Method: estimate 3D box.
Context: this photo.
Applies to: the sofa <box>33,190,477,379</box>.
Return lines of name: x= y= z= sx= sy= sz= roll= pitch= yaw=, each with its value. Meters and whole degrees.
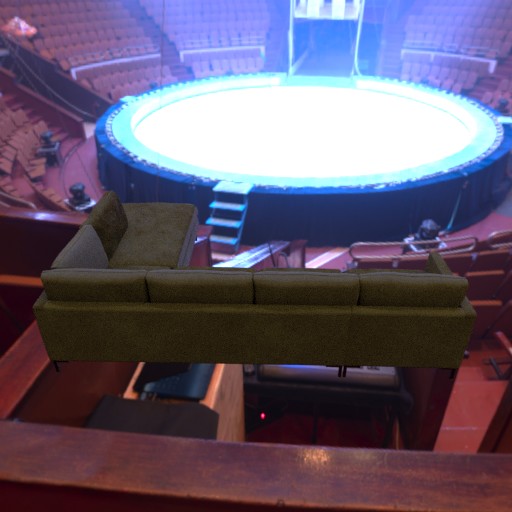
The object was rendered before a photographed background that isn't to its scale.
sofa: x=0.000 y=0.000 z=3.217 sx=2.486 sy=0.687 sz=1.707 roll=1 pitch=32 yaw=1
